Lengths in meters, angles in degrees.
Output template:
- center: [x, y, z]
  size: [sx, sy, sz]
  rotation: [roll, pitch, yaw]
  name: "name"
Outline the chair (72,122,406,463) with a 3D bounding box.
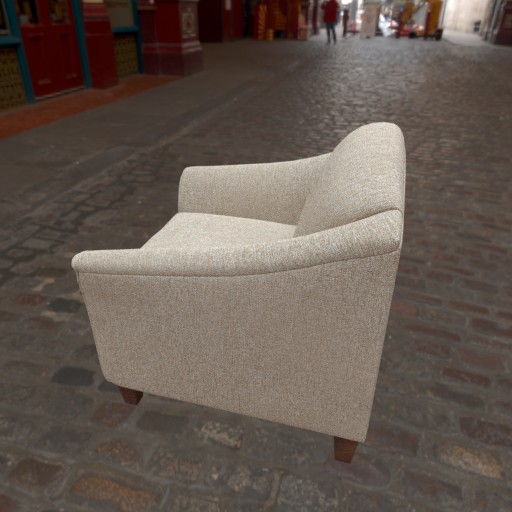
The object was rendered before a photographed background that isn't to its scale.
- center: [0.000, 0.000, 1.390]
  size: [0.787, 0.839, 0.763]
  rotation: [8, 31, 13]
  name: "chair"
